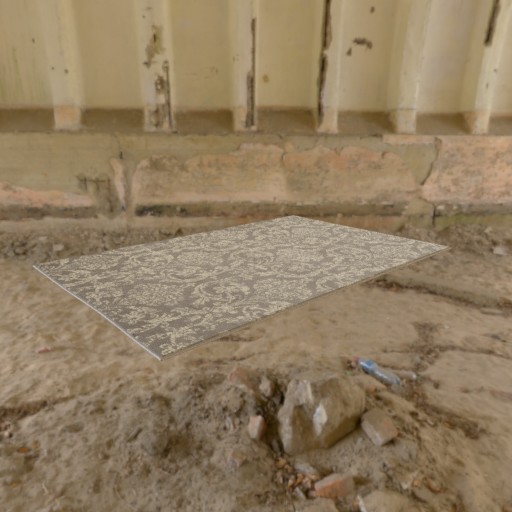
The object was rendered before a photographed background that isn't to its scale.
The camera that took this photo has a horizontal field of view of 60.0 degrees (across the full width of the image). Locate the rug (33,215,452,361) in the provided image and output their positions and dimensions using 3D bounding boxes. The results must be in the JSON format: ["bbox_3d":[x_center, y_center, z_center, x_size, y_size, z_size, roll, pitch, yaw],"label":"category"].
[{"bbox_3d":[0.000,0.000,3.457,2.746,0.018,1.819,-14,22,-40],"label":"rug"}]
